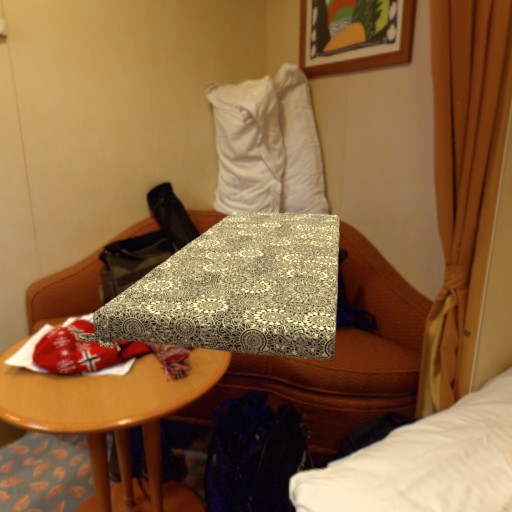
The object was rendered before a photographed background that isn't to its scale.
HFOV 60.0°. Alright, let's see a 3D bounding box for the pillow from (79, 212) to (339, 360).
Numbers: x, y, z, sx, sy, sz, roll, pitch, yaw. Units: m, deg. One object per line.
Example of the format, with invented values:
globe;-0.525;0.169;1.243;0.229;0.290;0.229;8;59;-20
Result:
pillow;0.000;0.000;1.342;0.492;0.081;1.187;3;16;10
